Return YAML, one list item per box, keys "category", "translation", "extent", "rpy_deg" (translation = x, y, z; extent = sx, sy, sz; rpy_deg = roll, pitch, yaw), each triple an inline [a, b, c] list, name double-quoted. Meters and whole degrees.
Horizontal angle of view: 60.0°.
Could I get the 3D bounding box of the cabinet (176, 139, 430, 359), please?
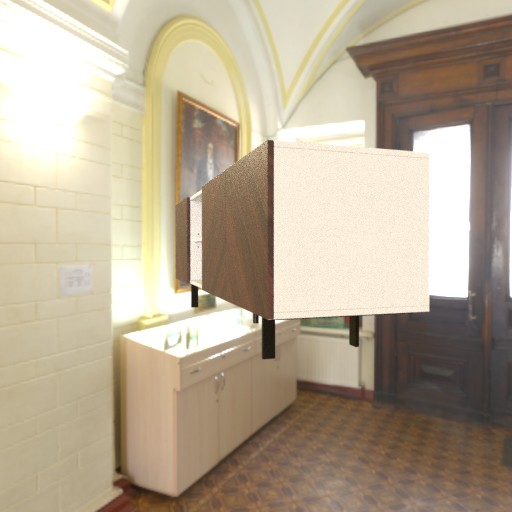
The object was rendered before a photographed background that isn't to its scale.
- category: "cabinet"
  translation: [0.000, 0.000, 1.757]
  extent: [0.431, 0.533, 1.499]
  rpy_deg: [0, 1, -18]
